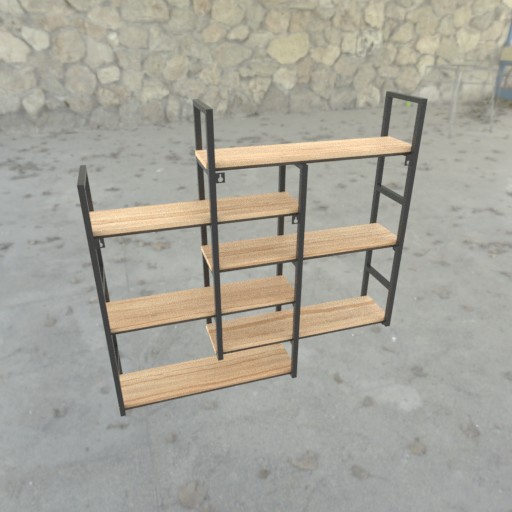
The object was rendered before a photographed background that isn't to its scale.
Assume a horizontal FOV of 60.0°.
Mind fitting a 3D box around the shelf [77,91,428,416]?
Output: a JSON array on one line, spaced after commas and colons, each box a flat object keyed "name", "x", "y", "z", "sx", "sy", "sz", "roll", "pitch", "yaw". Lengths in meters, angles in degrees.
[{"name": "shelf", "x": 0.000, "y": 0.000, "z": 1.386, "sx": 0.946, "sy": 0.921, "sz": 0.183, "roll": -8, "pitch": 28, "yaw": -15}]
